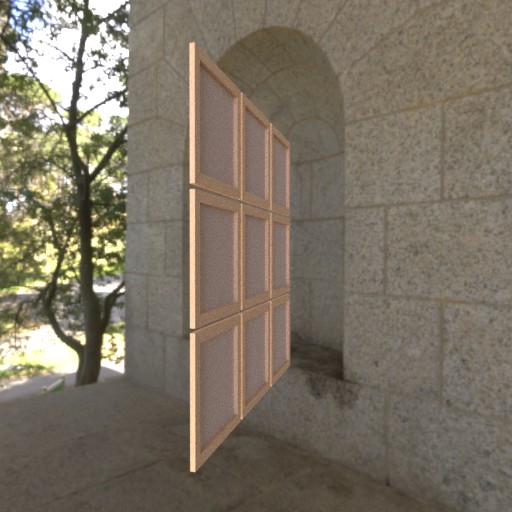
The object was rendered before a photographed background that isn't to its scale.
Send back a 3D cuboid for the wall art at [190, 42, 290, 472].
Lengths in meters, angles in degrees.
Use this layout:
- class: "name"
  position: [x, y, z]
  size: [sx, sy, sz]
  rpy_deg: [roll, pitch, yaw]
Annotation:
- class: "wall art"
  position: [0.000, 0.000, 1.827]
  size: [0.016, 1.207, 1.217]
  rpy_deg: [0, 1, 17]
